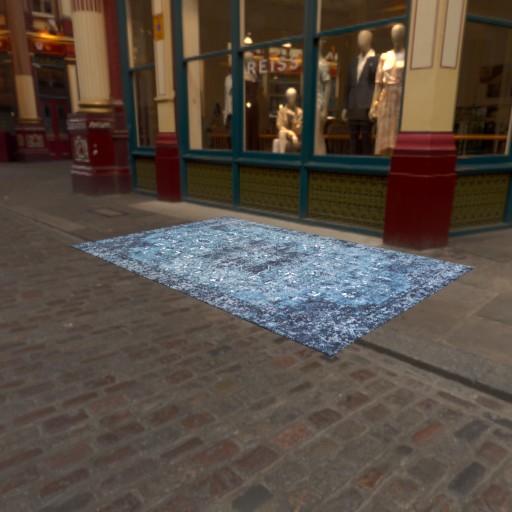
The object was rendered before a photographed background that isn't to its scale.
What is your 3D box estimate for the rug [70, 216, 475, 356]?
[{"bbox_3d":[0.000,0.000,2.376,1.828,0.005,1.219,16,23,42],"label":"rug"}]
